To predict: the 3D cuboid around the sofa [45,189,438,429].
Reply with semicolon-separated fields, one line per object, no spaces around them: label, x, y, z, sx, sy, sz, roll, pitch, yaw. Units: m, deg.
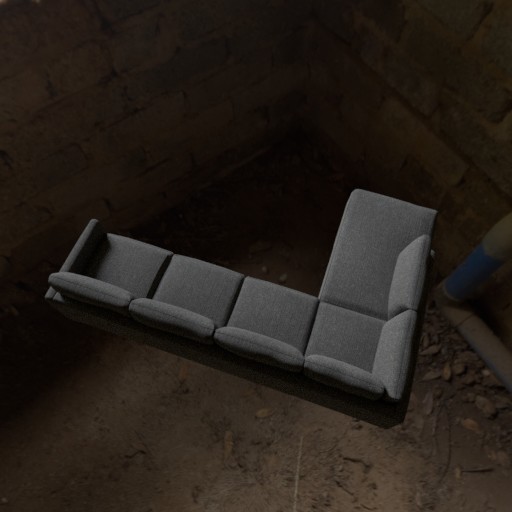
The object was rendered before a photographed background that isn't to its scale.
sofa;0.000;0.000;3.920;2.949;0.815;2.007;17;64;8
